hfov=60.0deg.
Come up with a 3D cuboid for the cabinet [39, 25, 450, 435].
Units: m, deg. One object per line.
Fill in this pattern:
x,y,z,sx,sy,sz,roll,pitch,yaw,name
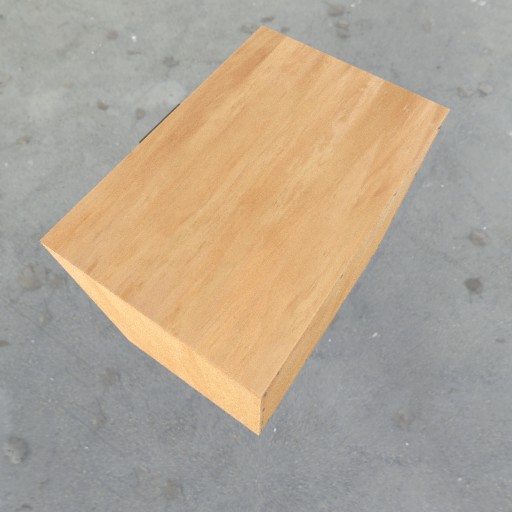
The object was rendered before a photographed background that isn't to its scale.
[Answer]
0.000,0.000,0.939,0.394,0.599,0.551,31,67,15,cabinet
